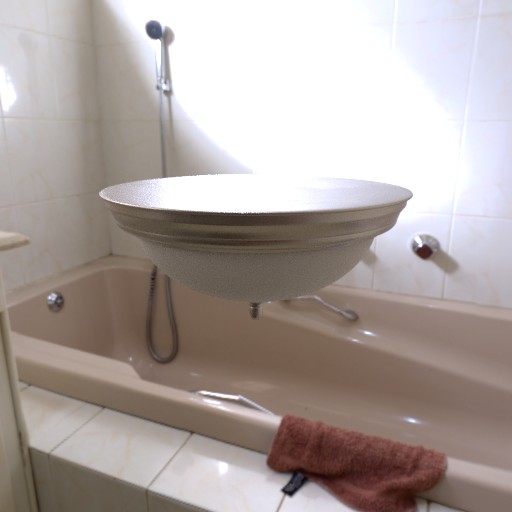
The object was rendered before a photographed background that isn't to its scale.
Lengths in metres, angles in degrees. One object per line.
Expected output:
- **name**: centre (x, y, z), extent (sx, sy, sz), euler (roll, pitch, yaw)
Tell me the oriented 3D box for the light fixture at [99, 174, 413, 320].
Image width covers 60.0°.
- **light fixture**: centre (0.000, 0.000, 0.435), extent (0.280, 0.135, 0.280), euler (0, 15, 0)
